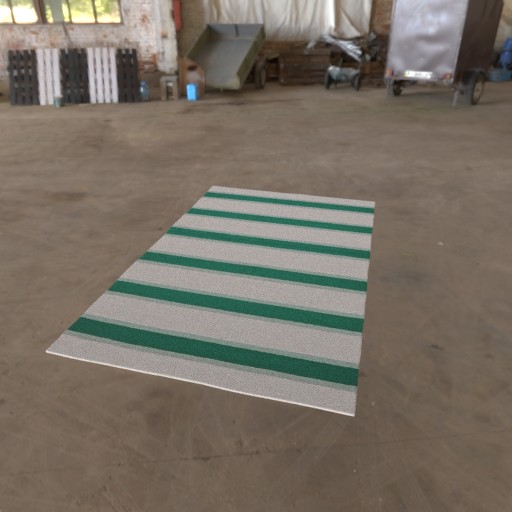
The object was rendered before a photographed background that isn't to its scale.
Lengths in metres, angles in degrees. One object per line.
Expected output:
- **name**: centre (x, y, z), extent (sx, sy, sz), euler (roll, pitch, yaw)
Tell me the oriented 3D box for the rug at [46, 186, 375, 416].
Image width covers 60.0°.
- **rug**: centre (0.000, 0.000, 3.058), extent (1.521, 0.015, 2.436), euler (8, 30, 13)
